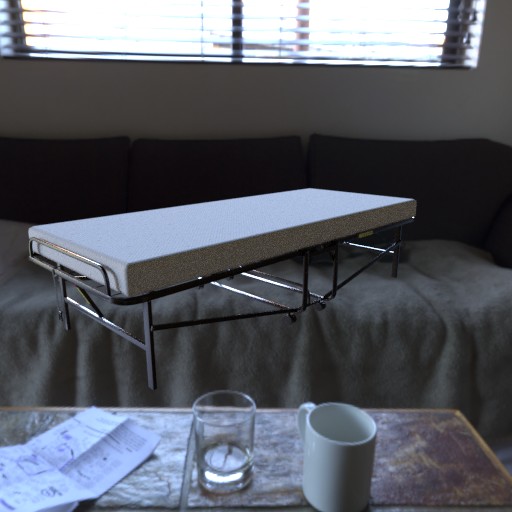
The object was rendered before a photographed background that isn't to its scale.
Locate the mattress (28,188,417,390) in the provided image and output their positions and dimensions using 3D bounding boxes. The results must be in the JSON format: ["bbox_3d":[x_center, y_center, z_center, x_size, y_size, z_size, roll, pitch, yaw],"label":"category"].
[{"bbox_3d":[0.000,0.000,2.505,0.922,0.519,2.153,15,21,42],"label":"mattress"}]
